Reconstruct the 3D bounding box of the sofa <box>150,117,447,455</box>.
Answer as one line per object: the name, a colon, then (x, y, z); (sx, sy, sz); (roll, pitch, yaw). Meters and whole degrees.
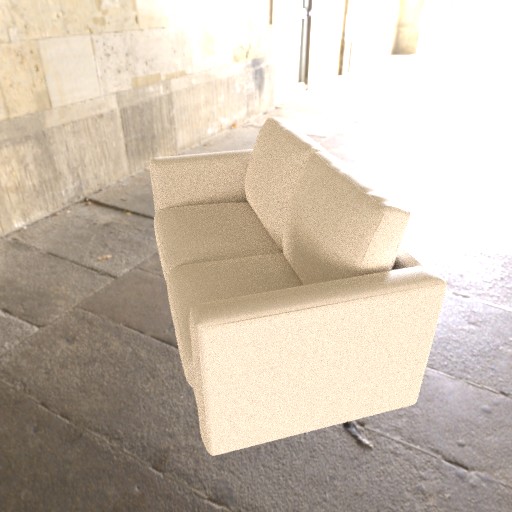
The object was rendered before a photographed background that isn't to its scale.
sofa: (0.000, 0.000, 1.927); (0.796, 0.908, 1.430); (-8, 32, -14)
